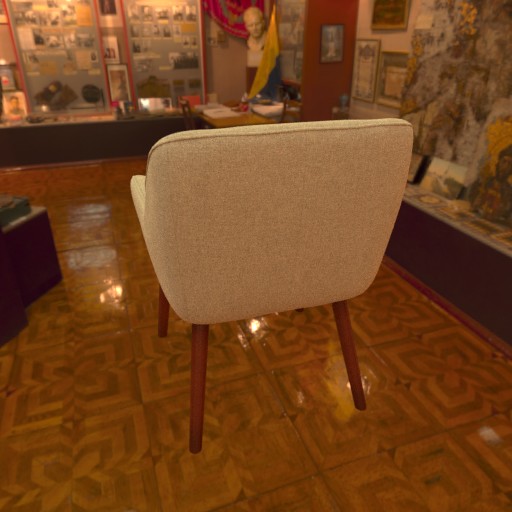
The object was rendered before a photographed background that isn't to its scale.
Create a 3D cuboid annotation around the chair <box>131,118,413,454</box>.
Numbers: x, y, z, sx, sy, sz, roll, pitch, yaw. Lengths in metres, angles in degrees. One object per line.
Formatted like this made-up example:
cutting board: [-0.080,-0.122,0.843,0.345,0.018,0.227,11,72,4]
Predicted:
chair: [0.000,0.000,1.232,0.610,0.813,0.610,-8,28,-16]
